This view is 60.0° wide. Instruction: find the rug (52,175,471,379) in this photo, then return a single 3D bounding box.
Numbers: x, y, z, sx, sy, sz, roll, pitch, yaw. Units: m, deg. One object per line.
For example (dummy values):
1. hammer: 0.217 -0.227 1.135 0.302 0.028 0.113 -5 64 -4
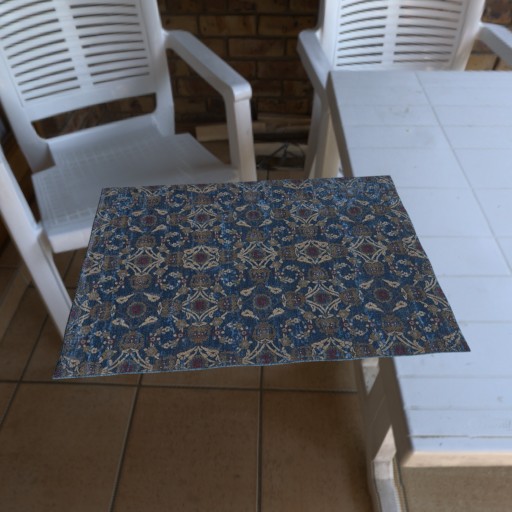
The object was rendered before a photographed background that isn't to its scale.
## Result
1. rug: 0.000 0.000 2.858 2.207 0.014 1.567 -3 47 -3
